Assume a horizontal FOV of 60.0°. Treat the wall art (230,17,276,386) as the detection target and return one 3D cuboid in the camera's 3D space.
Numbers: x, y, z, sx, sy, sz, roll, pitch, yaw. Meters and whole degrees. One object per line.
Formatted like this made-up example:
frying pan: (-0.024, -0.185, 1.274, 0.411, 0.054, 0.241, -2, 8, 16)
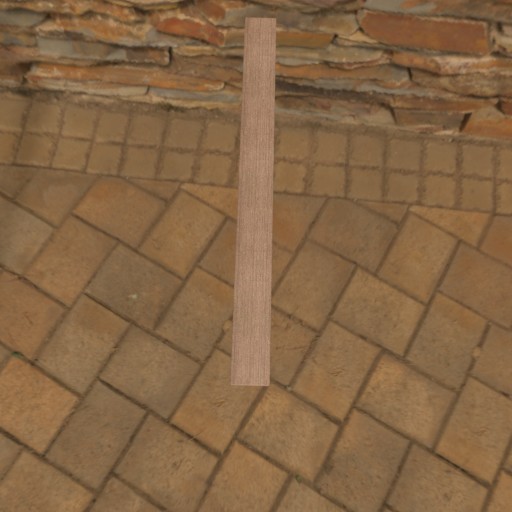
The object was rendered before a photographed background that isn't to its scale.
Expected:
wall art: (0.000, 0.000, 0.642, 0.031, 0.509, 0.356, 1, 74, 0)
